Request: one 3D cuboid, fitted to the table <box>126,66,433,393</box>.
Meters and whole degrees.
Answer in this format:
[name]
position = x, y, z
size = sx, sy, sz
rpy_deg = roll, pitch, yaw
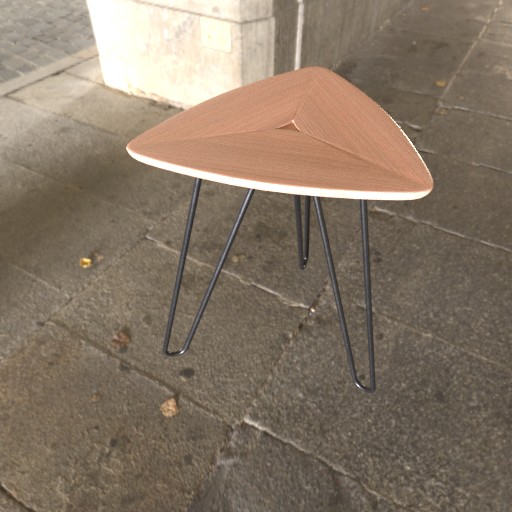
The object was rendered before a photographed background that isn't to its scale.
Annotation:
[table]
position = 0.000, 0.000, 0.901
size = 0.455, 0.564, 0.442
rpy_deg = -11, 46, -10
